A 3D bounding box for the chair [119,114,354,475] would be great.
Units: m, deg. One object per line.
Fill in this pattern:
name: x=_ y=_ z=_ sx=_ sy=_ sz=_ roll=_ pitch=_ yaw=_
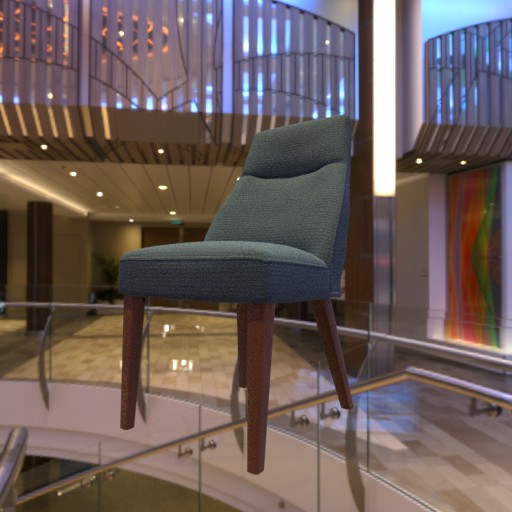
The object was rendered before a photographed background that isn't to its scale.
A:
chair: x=0.000 y=0.000 z=1.312 sx=0.500 sy=0.930 sz=0.620 roll=-1 pitch=-1 yaw=36
